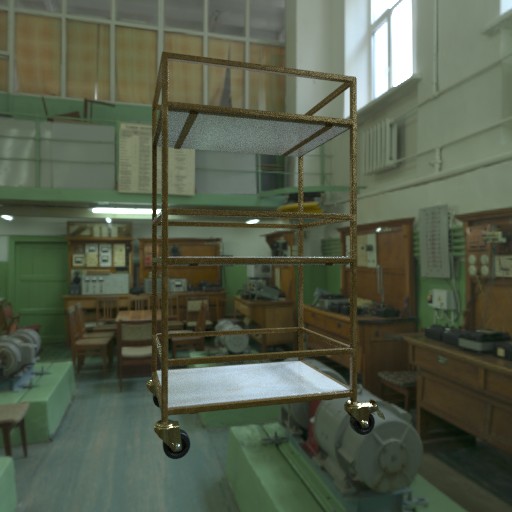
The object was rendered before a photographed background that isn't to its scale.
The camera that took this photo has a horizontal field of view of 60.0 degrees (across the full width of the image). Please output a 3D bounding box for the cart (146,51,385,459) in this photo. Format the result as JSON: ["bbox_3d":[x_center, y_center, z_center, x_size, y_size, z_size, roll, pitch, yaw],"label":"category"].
[{"bbox_3d":[0.000,0.000,1.035,0.483,0.761,0.332,0,0,-17],"label":"cart"}]
